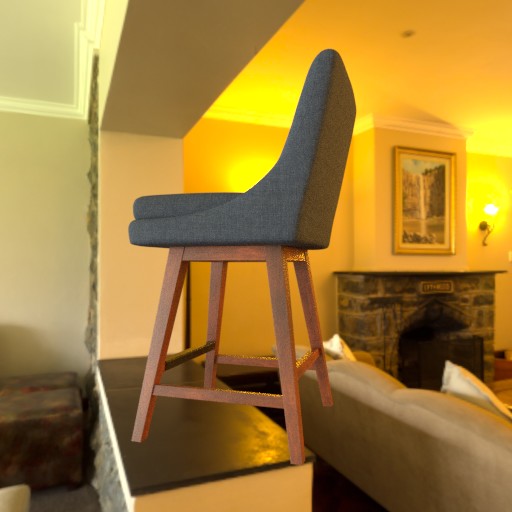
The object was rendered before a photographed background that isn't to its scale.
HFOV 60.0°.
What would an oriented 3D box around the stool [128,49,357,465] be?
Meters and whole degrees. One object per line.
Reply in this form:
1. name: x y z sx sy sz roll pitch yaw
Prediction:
1. stool: 0.000 0.000 1.209 0.524 0.895 0.467 0 -1 18
